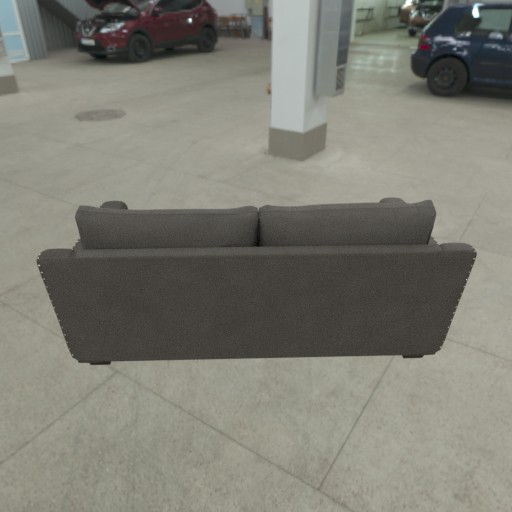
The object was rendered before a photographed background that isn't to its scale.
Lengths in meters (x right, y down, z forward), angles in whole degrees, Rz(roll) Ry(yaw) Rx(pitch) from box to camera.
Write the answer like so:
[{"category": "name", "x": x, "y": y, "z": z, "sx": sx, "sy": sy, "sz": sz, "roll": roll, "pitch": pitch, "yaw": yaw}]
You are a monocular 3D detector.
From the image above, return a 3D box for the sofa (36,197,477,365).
[{"category": "sofa", "x": 0.000, "y": 0.000, "z": 3.316, "sx": 2.550, "sy": 1.196, "sz": 1.336, "roll": -1, "pitch": 31, "yaw": -1}]
